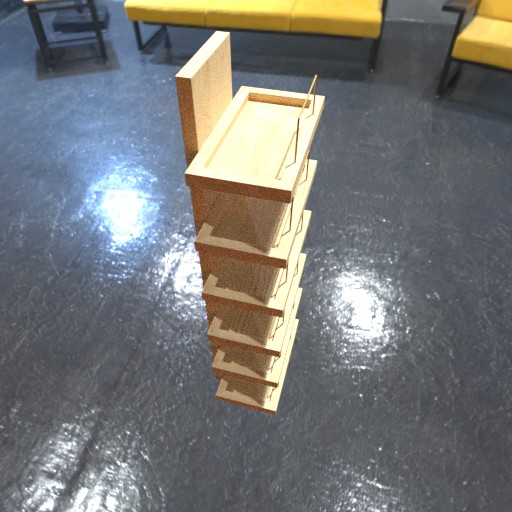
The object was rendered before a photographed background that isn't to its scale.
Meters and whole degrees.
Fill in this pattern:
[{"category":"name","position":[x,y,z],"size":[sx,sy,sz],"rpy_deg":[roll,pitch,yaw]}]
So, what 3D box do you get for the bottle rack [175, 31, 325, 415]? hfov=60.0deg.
[{"category":"bottle rack","position":[0.000,0.000,1.074],"size":[0.206,0.943,0.330],"rpy_deg":[11,47,11]}]
